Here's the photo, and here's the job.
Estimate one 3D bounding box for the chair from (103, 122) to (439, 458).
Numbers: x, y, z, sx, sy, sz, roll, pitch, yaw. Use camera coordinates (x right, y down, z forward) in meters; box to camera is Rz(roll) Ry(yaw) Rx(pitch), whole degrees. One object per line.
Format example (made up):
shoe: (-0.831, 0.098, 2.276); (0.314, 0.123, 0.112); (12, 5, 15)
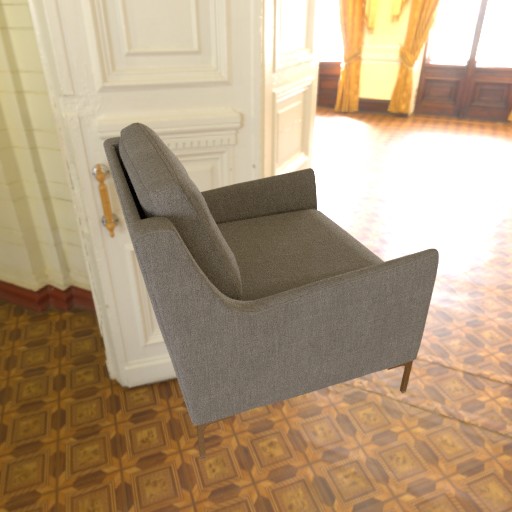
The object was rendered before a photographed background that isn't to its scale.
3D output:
chair: (0.000, 0.000, 1.529); (0.849, 0.828, 0.847); (-11, 31, -18)
